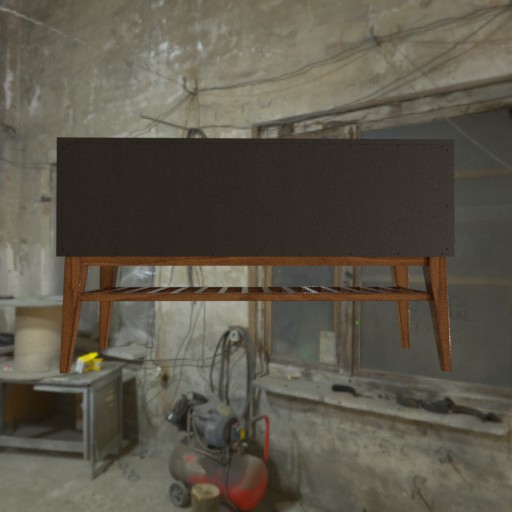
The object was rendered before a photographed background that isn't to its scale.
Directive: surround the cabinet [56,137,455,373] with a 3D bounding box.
[{"bbox_3d":[0.000,0.000,1.752,1.363,0.802,0.477,0,-1,-1],"label":"cabinet"}]
